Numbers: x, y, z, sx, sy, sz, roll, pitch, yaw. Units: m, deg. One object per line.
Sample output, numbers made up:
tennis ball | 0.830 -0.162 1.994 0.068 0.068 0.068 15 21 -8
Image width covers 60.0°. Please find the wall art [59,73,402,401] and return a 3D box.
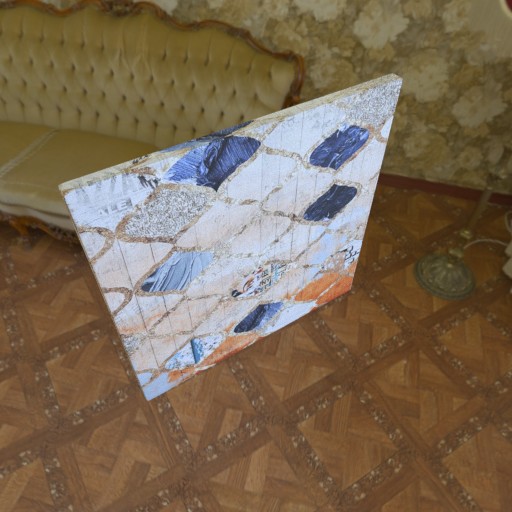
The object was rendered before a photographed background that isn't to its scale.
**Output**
wall art | 0.000 0.000 1.367 0.912 0.914 0.039 -25 52 -21
